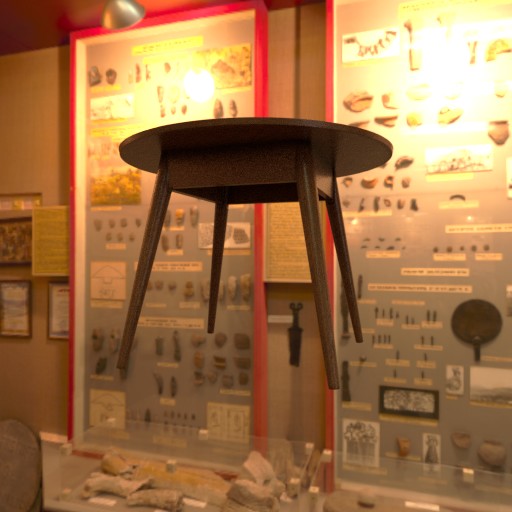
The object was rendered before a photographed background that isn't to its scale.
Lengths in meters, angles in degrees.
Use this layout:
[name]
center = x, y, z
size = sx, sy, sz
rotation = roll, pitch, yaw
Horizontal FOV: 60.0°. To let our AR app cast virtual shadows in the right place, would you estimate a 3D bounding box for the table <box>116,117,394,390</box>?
[table]
center = 0.000, 0.000, 1.777
size = 1.053, 0.786, 1.053
rotation = 0, 0, 0
